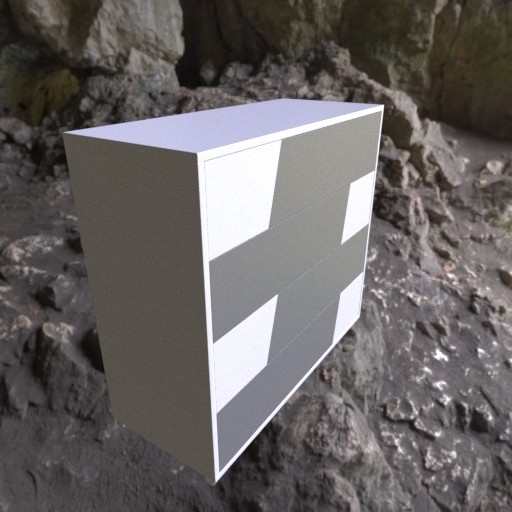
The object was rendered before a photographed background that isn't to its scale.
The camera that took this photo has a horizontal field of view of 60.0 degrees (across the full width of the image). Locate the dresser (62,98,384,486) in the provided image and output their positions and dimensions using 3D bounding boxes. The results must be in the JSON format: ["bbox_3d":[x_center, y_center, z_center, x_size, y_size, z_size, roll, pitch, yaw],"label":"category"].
[{"bbox_3d":[0.000,0.000,1.644,0.460,1.000,1.100,16,29,31],"label":"dresser"}]
